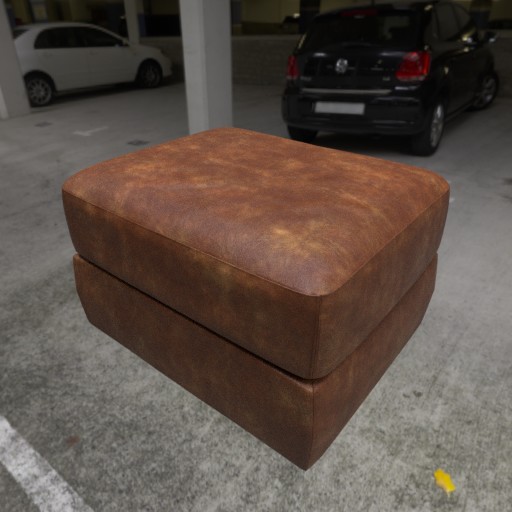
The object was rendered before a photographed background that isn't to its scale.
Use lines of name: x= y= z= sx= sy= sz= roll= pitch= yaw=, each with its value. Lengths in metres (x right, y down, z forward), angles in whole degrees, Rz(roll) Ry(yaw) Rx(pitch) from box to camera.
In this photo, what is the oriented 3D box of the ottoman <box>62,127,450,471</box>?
ottoman: x=0.000 y=0.000 z=1.106 sx=0.751 sy=0.476 sz=0.603 roll=22 pitch=37 yaw=32
